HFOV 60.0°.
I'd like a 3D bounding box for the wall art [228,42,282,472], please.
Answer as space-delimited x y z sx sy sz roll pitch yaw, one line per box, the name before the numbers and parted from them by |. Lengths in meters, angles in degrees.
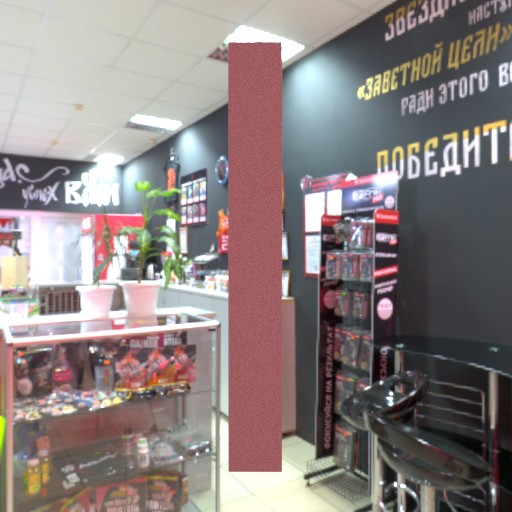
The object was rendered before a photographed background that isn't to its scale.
wall art | 0.000 0.000 0.466 0.038 0.305 0.305 0 0 0
